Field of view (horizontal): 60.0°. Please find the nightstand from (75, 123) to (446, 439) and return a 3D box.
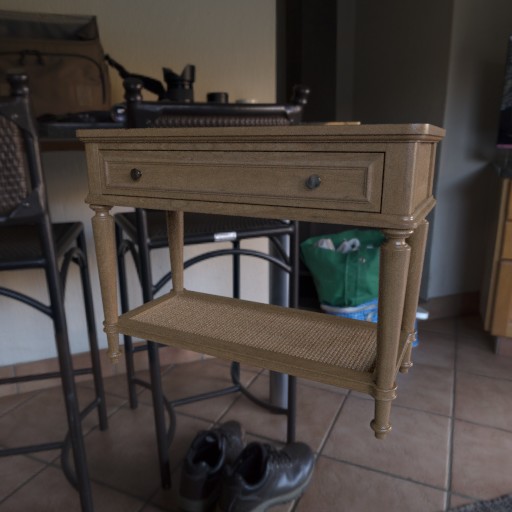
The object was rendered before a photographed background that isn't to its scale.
[{"bbox_3d":[0.000,0.000,1.278,0.914,0.700,0.432,7,16,26],"label":"nightstand"}]
